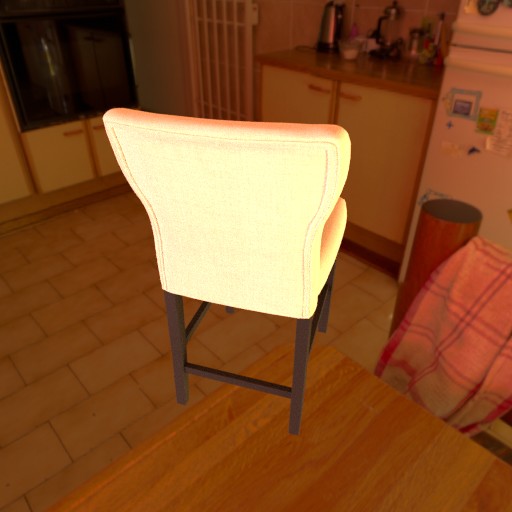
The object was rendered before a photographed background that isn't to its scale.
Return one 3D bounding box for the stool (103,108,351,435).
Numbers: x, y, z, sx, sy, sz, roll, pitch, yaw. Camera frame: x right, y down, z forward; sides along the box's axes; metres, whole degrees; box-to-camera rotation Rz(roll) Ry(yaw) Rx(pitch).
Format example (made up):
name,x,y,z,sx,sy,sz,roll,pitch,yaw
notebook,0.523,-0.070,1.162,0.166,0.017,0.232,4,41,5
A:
name,x,y,z,sx,sy,sz,roll,pitch,yaw
stool,0.000,0.000,1.325,0.514,0.972,0.603,10,35,14
